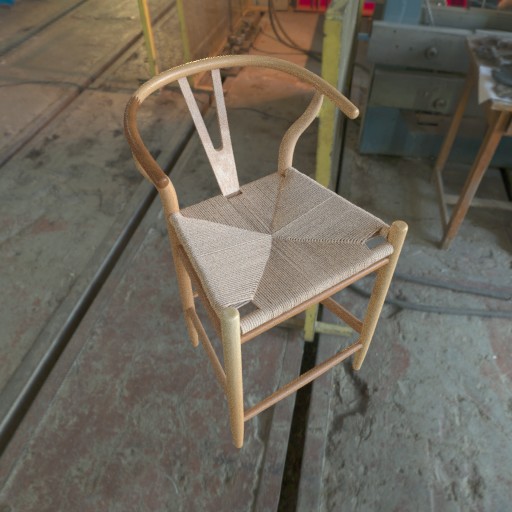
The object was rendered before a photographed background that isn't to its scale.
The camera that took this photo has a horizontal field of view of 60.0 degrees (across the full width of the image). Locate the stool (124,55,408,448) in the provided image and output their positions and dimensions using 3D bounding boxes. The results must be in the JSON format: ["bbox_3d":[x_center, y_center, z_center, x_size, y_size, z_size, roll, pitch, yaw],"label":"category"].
[{"bbox_3d":[0.000,0.000,1.277,0.536,0.923,0.575,-25,51,-23],"label":"stool"}]
